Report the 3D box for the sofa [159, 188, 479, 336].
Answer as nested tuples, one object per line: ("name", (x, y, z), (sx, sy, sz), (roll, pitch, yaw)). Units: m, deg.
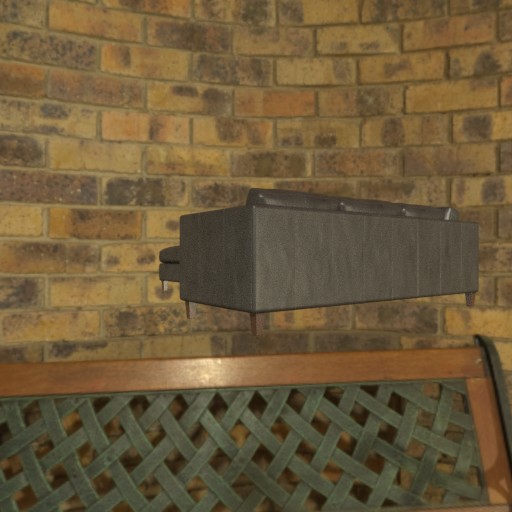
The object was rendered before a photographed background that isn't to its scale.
("sofa", (0.000, 0.000, 4.518), (2.452, 0.891, 3.324), (0, 0, -36))
